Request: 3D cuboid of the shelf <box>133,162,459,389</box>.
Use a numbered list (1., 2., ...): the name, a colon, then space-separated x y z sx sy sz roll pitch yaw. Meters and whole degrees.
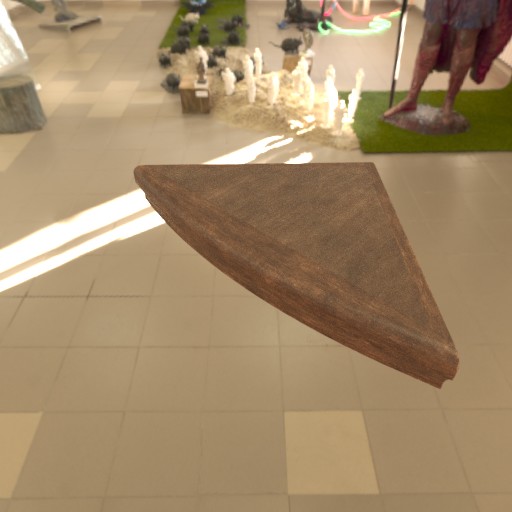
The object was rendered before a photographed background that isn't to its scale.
1. shelf: 0.000 0.000 0.467 0.310 0.050 0.310 -1 40 -1
